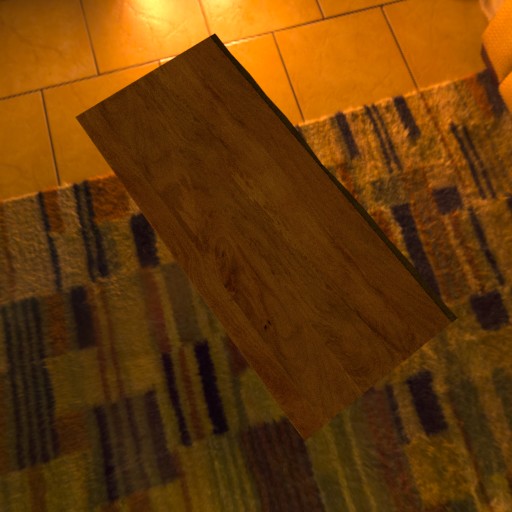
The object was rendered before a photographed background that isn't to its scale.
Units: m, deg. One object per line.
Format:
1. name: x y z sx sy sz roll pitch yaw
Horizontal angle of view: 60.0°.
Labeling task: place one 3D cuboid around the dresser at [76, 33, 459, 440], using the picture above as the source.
1. dresser: 0.000 0.000 1.475 0.446 0.847 0.967 -35 78 -9
